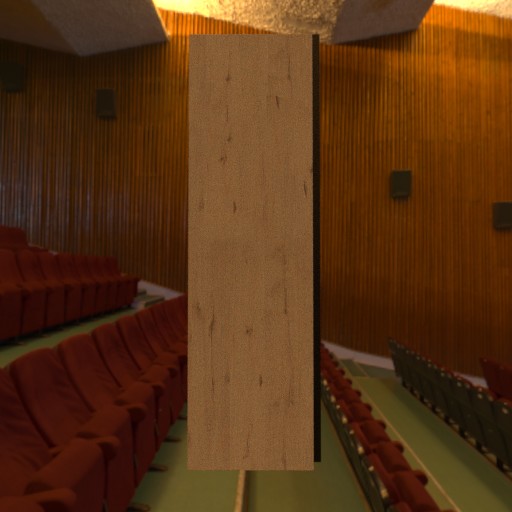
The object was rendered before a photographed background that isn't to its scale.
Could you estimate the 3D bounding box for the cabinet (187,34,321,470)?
[{"bbox_3d":[0.000,0.000,3.463,0.660,2.180,2.500,0,-2,0],"label":"cabinet"}]
